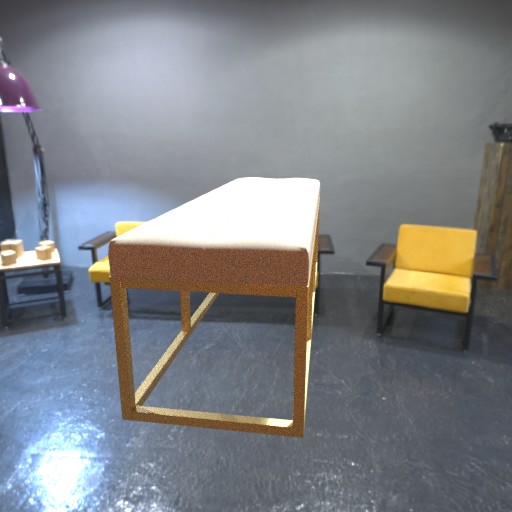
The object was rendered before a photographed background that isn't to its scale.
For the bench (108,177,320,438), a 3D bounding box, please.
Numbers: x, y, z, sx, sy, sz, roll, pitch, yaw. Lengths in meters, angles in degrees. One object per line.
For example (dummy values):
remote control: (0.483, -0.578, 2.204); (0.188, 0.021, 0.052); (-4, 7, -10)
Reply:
bench: (0.000, 0.000, 1.724); (0.457, 0.484, 1.473); (2, 15, 9)
